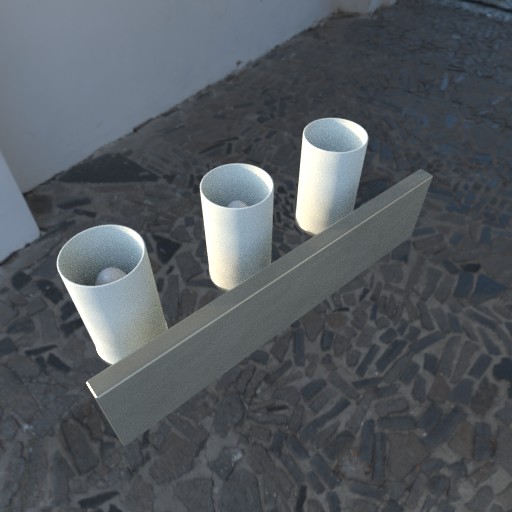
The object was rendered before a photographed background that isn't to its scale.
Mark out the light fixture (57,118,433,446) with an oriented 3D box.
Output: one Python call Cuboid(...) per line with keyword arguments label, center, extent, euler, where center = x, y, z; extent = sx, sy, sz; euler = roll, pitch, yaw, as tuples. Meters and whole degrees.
Cuboid(label="light fixture", center=(0.000, 0.000, 0.523), extent=(0.451, 0.172, 0.145), euler=(-32, 55, -26))
